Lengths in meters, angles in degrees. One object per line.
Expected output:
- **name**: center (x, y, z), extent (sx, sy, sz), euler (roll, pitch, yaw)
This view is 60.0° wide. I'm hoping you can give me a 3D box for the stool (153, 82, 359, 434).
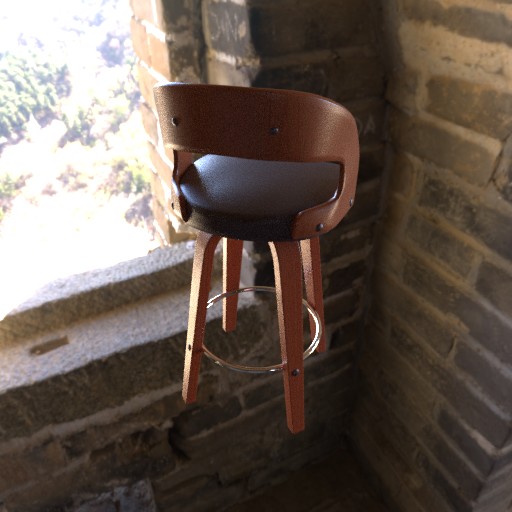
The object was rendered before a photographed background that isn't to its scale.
- **stool**: center (0.000, 0.000, 1.176), extent (0.457, 0.940, 0.457), euler (10, 33, 15)
